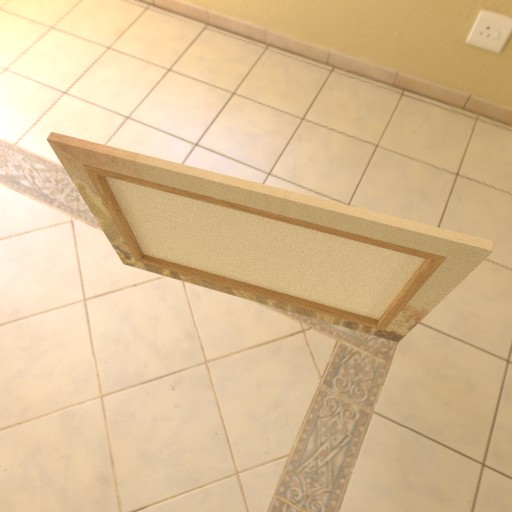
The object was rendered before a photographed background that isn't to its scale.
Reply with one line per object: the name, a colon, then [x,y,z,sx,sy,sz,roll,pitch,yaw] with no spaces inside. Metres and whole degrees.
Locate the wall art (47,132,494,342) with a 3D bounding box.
wall art: [0.000,0.000,1.910,1.525,1.012,0.038,15,64,7]
